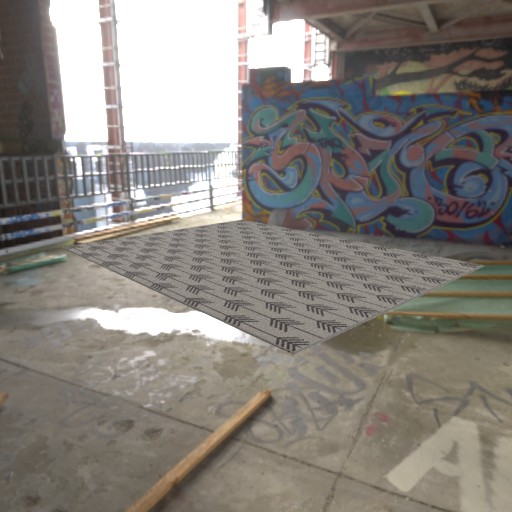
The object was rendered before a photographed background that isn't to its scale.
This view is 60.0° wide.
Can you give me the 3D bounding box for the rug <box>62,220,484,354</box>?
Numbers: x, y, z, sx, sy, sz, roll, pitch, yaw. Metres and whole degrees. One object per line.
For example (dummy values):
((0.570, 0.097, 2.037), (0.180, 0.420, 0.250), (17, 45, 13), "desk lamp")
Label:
((0.000, 0.000, 3.987), (2.330, 0.010, 3.061), (-13, 19, -41), "rug")
